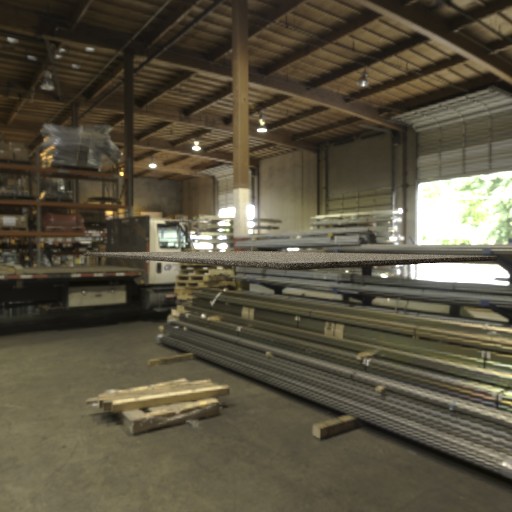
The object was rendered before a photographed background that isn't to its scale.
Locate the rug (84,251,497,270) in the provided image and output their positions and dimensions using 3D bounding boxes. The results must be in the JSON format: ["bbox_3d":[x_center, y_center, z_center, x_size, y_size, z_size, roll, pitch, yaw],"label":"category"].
[{"bbox_3d":[0.000,0.000,2.870,1.502,0.025,2.350,-1,2,-37],"label":"rug"}]
